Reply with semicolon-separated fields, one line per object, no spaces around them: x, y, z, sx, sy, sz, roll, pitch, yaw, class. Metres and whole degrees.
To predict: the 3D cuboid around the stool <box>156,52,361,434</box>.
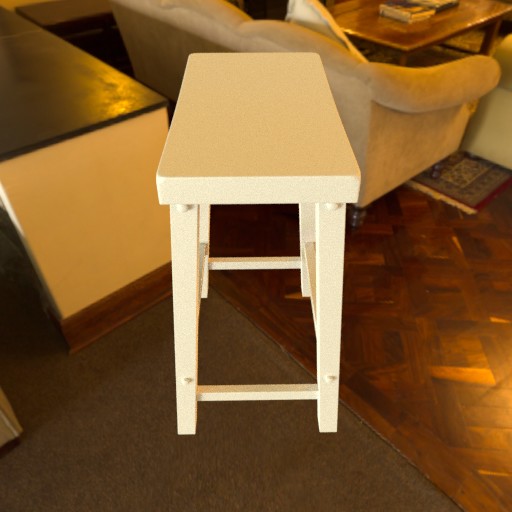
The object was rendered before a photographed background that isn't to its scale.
0.000;0.000;0.844;0.322;0.610;0.406;-1;43;-1;stool
